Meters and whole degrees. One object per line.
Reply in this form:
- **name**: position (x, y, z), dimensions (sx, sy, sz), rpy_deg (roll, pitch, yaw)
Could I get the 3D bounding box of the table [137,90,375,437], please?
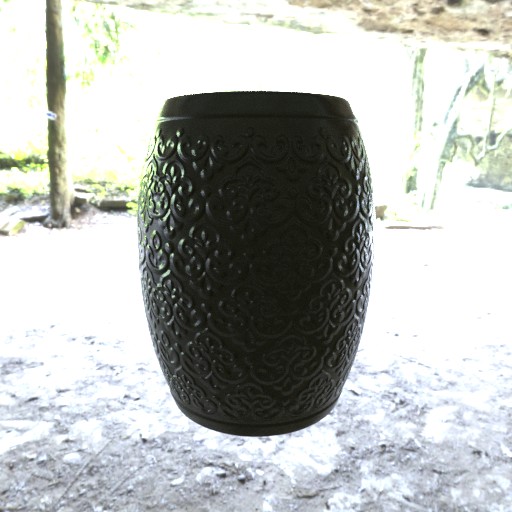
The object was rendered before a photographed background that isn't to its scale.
- **table**: position (0.000, 0.000, 0.600), dimensions (0.309, 0.397, 0.309), rpy_deg (0, 13, 0)
